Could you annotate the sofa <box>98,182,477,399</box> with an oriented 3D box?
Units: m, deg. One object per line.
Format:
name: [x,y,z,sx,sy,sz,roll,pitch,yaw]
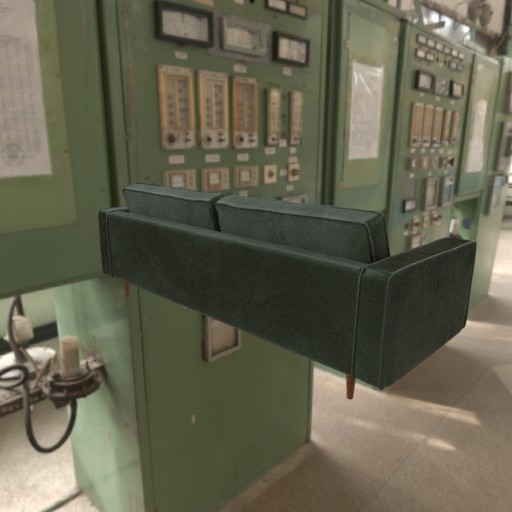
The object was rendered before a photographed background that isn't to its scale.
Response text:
sofa: [0.000,0.000,2.632,2.214,0.781,0.886,14,20,43]
